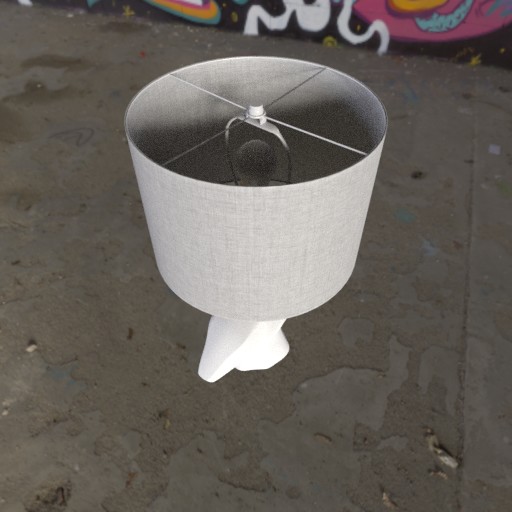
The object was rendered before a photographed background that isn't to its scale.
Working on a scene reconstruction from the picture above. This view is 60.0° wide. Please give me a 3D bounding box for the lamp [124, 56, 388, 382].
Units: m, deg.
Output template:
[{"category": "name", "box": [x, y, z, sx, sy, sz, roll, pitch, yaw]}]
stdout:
[{"category": "lamp", "box": [0.000, 0.000, 0.689, 0.298, 0.503, 0.298, 31, 53, 26]}]
